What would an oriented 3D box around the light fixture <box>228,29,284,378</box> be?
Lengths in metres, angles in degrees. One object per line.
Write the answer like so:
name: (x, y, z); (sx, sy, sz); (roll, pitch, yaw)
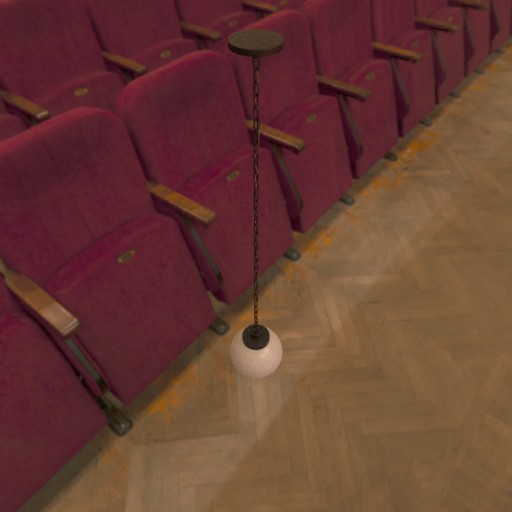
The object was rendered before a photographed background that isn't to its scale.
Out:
light fixture: (0.000, 0.000, 2.002); (0.305, 1.867, 0.304); (29, 52, 26)
